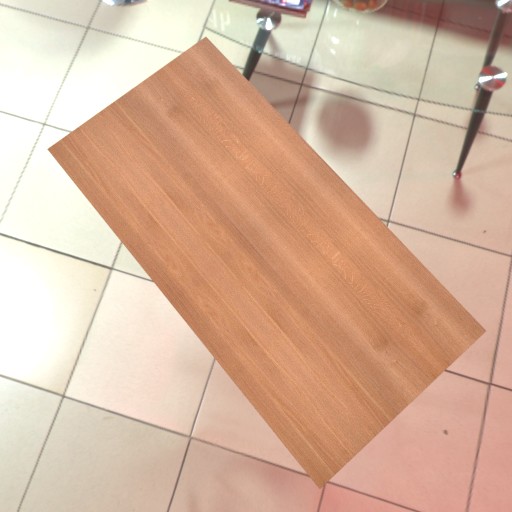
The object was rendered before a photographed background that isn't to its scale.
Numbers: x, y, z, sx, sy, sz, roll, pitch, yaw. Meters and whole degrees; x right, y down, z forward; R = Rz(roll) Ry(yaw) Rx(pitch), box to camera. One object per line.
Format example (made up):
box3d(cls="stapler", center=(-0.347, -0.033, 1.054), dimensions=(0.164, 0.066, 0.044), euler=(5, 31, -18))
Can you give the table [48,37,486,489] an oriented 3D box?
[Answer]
box3d(cls="table", center=(0.000, 0.000, 2.234), dimensions=(0.900, 0.750, 1.800), euler=(-39, 80, -9))
